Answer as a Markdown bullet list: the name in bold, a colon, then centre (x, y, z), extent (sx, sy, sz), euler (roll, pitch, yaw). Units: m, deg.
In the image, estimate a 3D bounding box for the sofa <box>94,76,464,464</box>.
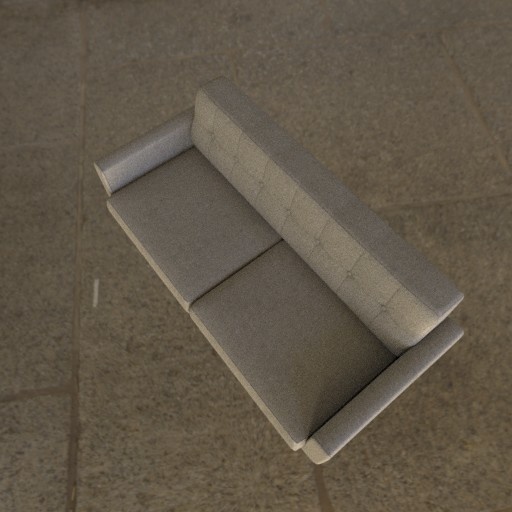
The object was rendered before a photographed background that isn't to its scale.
- **sofa**: centre (0.000, 0.000, 2.514), extent (0.968, 0.873, 2.055), euler (-35, 68, -17)
